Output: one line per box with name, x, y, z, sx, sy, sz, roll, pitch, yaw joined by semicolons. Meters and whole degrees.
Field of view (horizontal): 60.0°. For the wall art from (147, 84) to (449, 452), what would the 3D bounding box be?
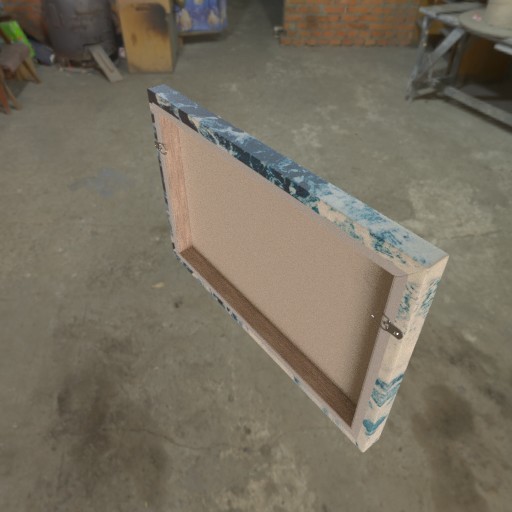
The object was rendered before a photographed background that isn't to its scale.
wall art;0.000;0.000;0.768;0.043;0.407;0.609;-27;48;-27
